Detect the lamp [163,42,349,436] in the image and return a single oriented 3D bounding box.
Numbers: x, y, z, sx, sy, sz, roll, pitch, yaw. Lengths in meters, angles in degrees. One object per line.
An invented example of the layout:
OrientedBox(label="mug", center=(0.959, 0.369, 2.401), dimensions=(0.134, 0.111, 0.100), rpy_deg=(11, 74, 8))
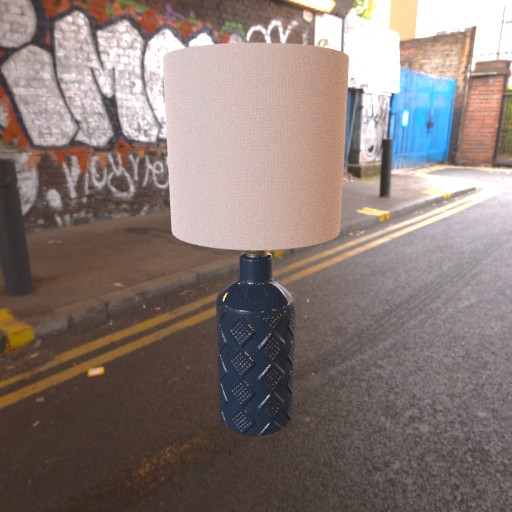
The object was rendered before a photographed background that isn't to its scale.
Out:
OrientedBox(label="lamp", center=(0.000, 0.000, 0.563), dimensions=(0.207, 0.461, 0.207), rpy_deg=(-3, 16, -9))
